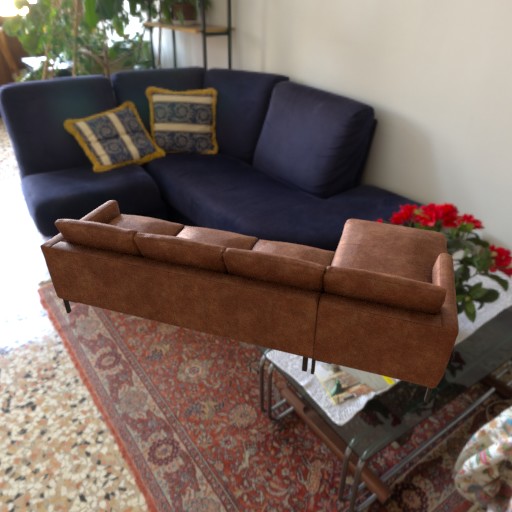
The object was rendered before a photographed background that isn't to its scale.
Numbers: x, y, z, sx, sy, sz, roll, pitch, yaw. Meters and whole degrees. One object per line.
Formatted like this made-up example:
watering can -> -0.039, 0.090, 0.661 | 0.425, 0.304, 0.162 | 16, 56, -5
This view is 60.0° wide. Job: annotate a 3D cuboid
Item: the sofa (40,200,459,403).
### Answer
sofa -> 0.000, 0.000, 3.660 | 2.993, 0.859, 1.471 | 10, 34, 16
